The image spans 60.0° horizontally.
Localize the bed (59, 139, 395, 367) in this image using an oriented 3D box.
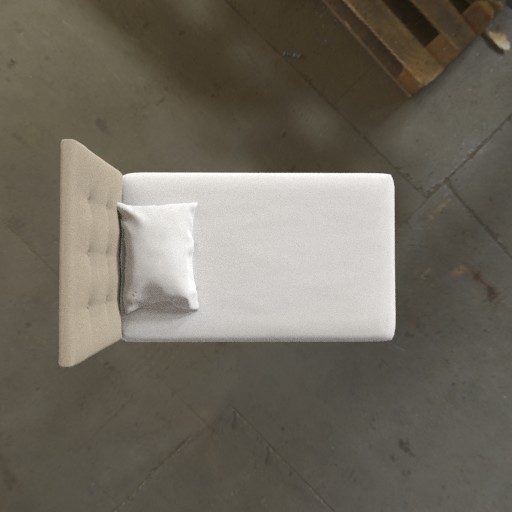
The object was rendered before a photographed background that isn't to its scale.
[{"bbox_3d":[0.000,0.000,2.978,1.997,1.571,1.261,0,89,-1],"label":"bed"}]
